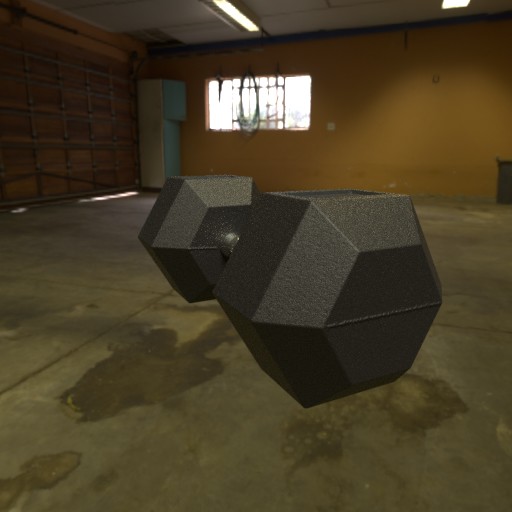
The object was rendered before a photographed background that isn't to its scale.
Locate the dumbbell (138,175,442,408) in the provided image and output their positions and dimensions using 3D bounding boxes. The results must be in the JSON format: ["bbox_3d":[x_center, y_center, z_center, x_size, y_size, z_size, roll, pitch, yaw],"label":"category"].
[{"bbox_3d":[0.000,0.000,0.462,0.173,0.150,0.384,-7,15,-26],"label":"dumbbell"}]
